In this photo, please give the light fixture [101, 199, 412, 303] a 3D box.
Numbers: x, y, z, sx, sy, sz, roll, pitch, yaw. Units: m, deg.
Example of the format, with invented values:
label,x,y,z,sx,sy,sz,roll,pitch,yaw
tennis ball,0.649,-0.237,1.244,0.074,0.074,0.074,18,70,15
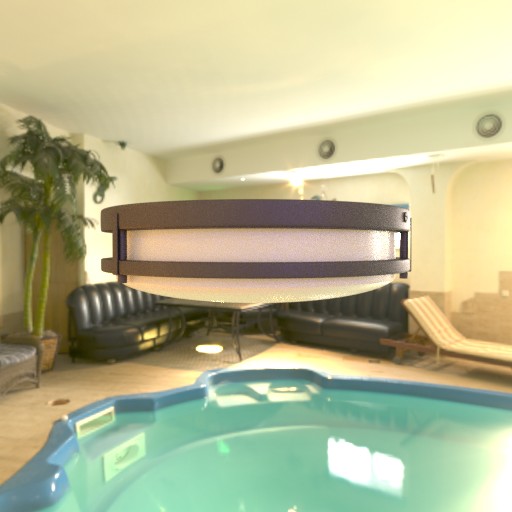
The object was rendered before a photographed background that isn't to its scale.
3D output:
label,x,y,z,sx,sy,sz,roll,pitch,yaw
light fixture,0.000,0.000,0.538,0.356,0.102,0.356,0,1,0
